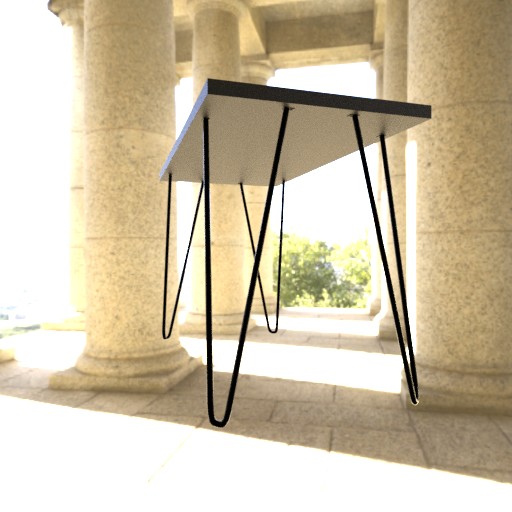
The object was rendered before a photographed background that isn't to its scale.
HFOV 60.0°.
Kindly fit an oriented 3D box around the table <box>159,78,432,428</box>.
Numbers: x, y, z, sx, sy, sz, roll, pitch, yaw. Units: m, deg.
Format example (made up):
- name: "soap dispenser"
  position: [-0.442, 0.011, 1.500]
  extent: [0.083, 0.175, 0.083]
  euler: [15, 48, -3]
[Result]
- name: "table"
  position: [0.000, 0.000, 1.372]
  extent: [0.499, 0.660, 0.991]
  euler: [0, 0, -17]
